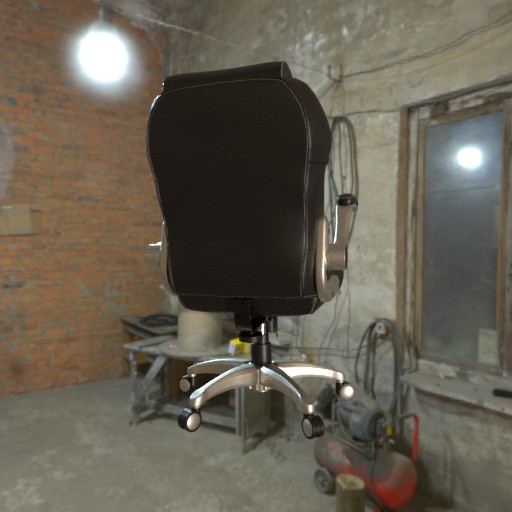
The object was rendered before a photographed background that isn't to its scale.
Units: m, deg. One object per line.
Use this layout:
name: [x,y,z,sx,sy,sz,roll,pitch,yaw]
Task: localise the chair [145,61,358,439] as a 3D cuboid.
chair: [0.000,0.000,1.675,0.724,1.141,0.801,0,1,17]
